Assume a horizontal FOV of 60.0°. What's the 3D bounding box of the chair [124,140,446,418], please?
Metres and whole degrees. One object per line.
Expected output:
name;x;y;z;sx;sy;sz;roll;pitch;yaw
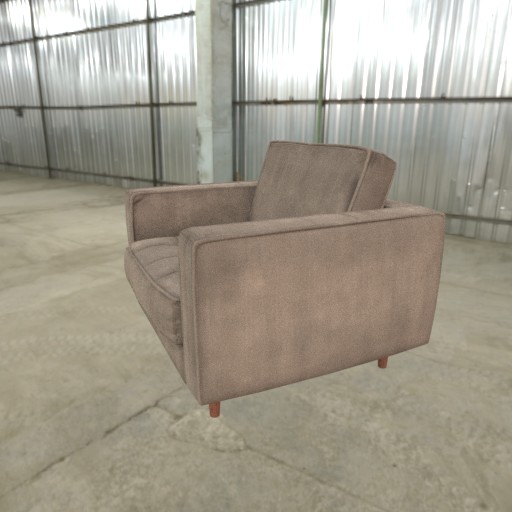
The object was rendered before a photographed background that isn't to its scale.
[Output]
chair;0.000;0.000;1.567;0.843;0.773;0.928;-8;18;-24
